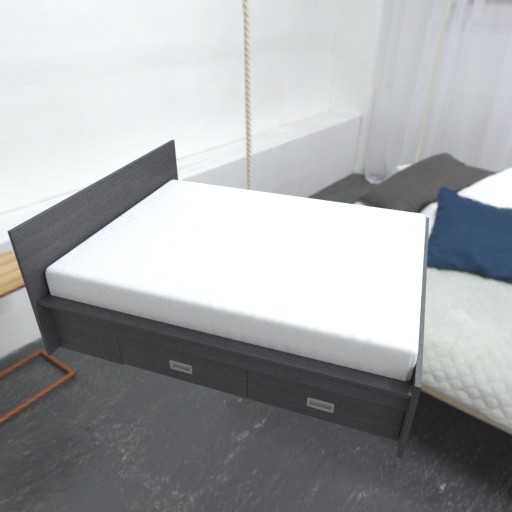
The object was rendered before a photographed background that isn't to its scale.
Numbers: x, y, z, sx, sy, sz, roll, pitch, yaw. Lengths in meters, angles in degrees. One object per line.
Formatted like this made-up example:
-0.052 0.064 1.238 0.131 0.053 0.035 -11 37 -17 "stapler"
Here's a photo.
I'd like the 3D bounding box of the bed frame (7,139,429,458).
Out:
0.000 0.000 2.709 1.960 0.800 1.622 10 32 17 "bed frame"
